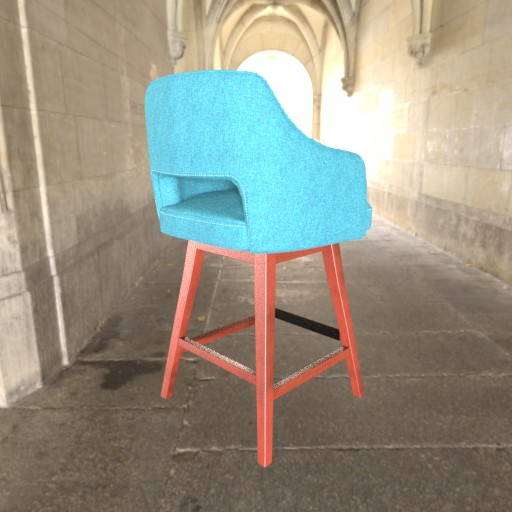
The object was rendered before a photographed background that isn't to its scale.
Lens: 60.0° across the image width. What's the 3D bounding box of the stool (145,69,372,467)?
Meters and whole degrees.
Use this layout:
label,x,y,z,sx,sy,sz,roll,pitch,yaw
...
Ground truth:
label,x,y,z,sx,sy,sz,roll,pitch,yaw
stool,0.000,0.000,1.320,0.548,0.961,0.556,13,19,43
